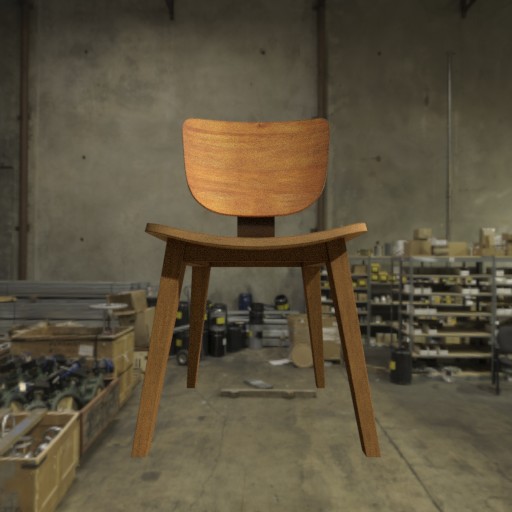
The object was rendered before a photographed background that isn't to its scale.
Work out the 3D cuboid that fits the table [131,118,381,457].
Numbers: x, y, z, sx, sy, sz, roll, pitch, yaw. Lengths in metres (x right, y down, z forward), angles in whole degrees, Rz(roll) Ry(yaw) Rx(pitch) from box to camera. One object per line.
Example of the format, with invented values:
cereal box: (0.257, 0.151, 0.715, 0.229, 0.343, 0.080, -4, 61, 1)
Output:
table: (0.000, 0.000, 1.131, 0.499, 0.805, 0.500, 0, 0, 0)
